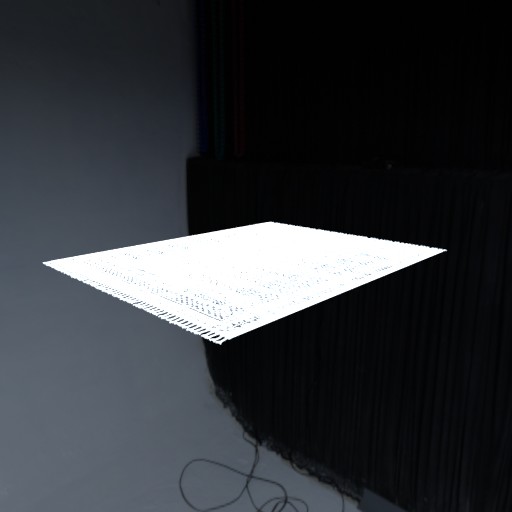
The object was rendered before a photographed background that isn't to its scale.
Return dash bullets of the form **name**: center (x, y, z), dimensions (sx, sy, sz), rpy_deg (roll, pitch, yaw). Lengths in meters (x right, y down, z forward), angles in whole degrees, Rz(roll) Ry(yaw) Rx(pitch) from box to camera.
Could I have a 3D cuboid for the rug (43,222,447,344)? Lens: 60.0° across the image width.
- **rug**: center (0.000, 0.000, 4.047), dimensions (2.312, 0.013, 2.940), rpy_deg (13, 19, 43)
